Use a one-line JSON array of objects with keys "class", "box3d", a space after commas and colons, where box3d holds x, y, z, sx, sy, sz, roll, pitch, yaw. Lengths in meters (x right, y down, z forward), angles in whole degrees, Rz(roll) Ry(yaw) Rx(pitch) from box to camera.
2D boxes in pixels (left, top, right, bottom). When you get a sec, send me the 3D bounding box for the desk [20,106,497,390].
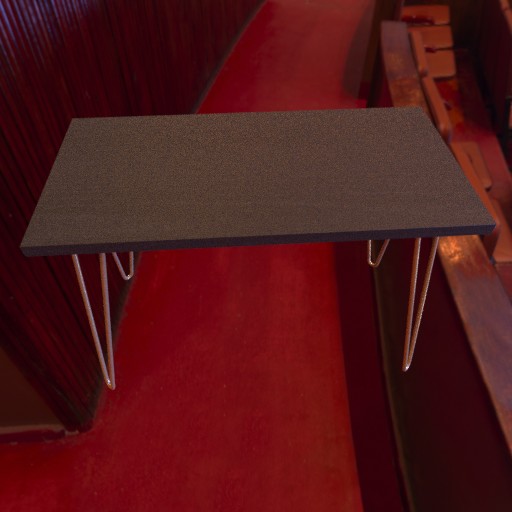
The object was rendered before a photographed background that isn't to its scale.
[{"class": "desk", "box3d": [0.000, 0.000, 1.328, 0.991, 0.660, 0.499, -3, 47, -3]}]
